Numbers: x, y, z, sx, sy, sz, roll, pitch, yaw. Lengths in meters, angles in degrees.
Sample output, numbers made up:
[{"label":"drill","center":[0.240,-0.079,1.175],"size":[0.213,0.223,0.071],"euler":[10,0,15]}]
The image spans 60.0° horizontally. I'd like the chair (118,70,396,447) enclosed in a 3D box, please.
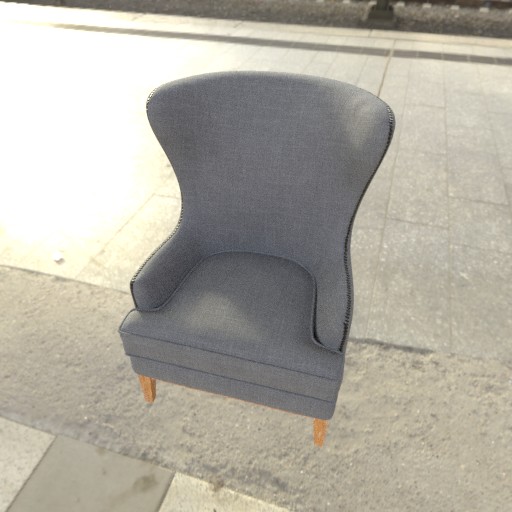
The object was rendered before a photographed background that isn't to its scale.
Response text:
[{"label":"chair","center":[0.000,0.000,1.781],"size":[0.864,1.176,0.883],"euler":[10,41,12]}]
